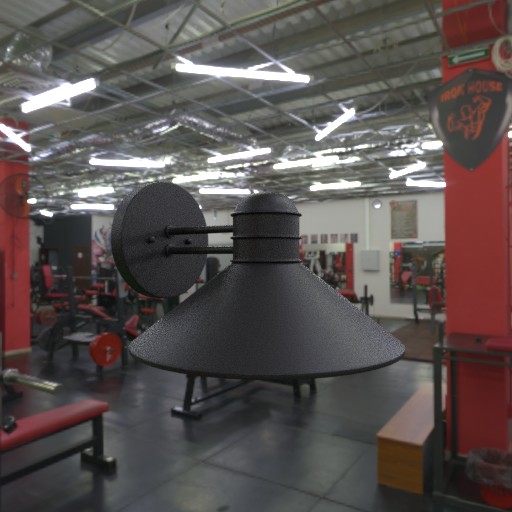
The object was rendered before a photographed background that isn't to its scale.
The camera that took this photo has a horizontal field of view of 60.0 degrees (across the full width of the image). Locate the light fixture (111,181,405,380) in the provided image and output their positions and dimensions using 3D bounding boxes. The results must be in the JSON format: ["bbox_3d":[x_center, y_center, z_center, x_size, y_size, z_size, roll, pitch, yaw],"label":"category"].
[{"bbox_3d":[0.000,0.000,0.678,0.434,0.265,0.396,0,0,36],"label":"light fixture"}]
